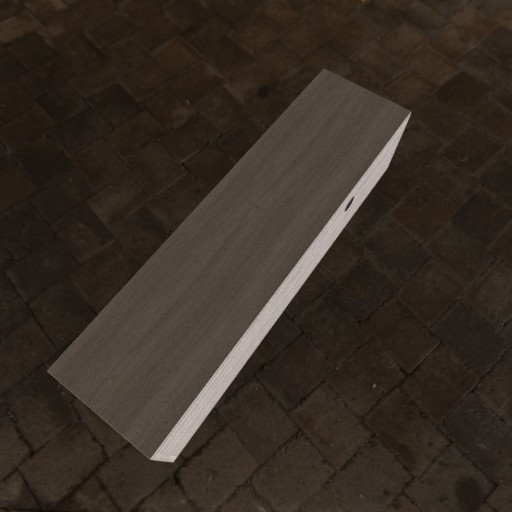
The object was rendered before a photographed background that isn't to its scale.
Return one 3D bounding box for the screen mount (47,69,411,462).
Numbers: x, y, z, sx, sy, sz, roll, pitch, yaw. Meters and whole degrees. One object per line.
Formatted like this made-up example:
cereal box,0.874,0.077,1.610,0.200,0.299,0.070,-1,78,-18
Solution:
screen mount,0.000,0.000,1.716,0.401,0.509,1.500,33,69,15
